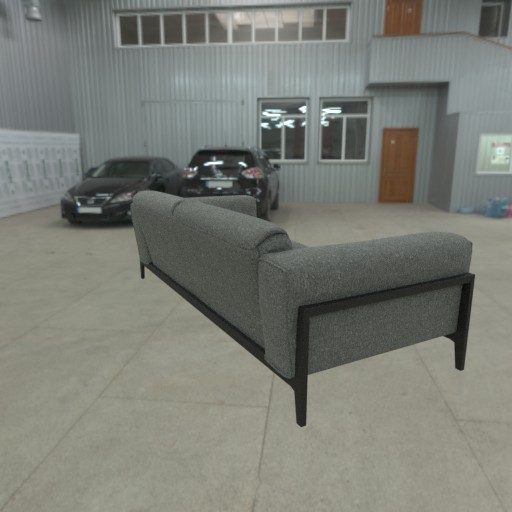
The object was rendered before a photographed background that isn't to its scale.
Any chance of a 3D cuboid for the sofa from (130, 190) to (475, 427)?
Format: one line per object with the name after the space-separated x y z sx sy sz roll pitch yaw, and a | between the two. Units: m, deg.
0.000 0.000 2.554 0.985 0.703 2.125 -7 15 -28 | sofa
